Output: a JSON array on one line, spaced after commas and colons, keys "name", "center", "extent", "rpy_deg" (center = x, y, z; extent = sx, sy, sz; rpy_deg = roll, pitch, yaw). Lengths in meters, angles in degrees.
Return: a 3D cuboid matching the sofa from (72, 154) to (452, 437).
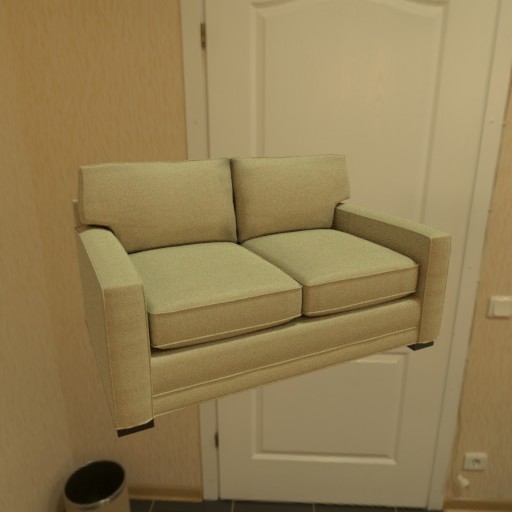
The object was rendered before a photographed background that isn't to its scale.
[{"name": "sofa", "center": [0.000, 0.000, 2.057], "extent": [1.484, 0.853, 0.942], "rpy_deg": [-8, 19, -25]}]
